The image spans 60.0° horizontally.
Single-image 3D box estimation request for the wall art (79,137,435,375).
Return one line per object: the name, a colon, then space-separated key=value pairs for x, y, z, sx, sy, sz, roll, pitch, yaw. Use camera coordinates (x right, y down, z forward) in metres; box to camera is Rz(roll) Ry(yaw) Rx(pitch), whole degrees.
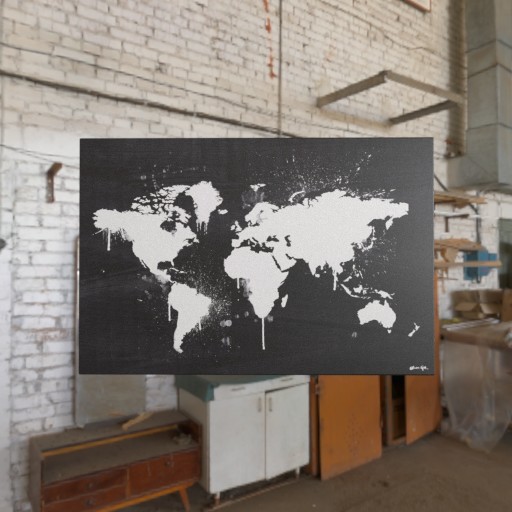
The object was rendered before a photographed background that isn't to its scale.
wall art: x=0.000 y=0.000 z=1.155 sx=0.912 sy=0.612 sz=0.038 roll=0 pitch=-1 yaw=1
